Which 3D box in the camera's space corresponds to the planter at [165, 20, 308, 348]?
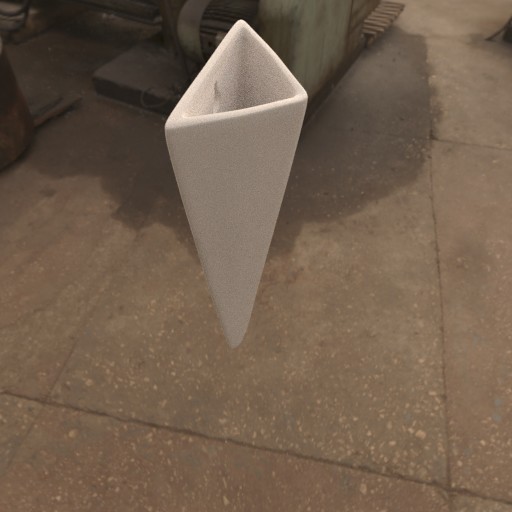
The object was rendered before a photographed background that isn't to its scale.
[{"bbox_3d":[0.000,0.000,0.391,0.065,0.338,0.143,11,50,9],"label":"planter"}]
